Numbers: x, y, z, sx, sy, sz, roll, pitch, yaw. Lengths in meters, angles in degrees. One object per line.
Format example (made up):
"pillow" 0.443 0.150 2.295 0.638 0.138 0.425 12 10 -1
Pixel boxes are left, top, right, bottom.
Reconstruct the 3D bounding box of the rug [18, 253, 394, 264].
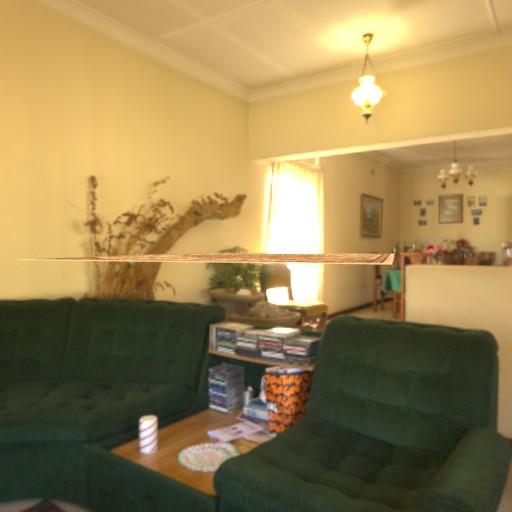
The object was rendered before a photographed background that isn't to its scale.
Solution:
"rug" 0.000 0.000 4.129 2.454 0.005 3.067 0 1 18
